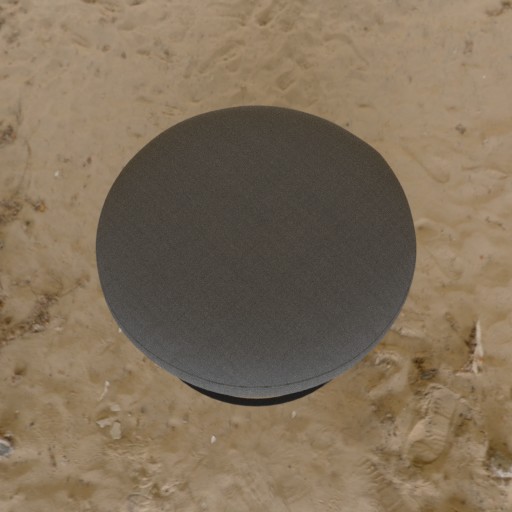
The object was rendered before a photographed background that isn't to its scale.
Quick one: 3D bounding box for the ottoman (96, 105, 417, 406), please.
[{"bbox_3d":[0.000,0.000,1.208,0.772,0.460,0.772,0,65,0],"label":"ottoman"}]
